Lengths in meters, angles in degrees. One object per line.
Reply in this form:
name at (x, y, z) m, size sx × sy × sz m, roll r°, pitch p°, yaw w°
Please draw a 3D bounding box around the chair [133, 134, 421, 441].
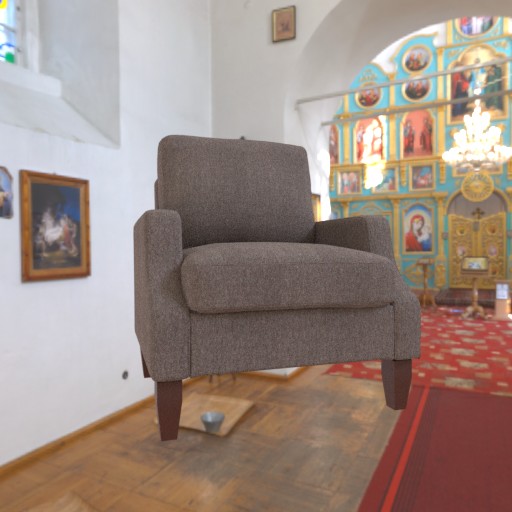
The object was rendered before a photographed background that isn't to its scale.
chair at (0.000, 0.000, 1.671) m, size 0.855 × 0.993 × 0.897 m, roll 0°, pitch 1°, yaw -18°
